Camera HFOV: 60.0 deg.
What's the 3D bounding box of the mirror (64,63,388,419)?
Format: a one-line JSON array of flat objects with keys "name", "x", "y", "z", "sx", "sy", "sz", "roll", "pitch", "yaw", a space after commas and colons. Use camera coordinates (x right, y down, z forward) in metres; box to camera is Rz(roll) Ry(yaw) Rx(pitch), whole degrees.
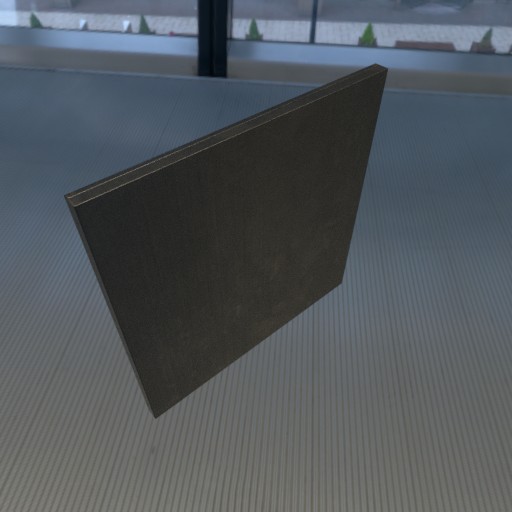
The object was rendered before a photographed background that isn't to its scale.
[{"name": "mirror", "x": 0.000, "y": 0.000, "z": 0.566, "sx": 0.382, "sy": 0.381, "sz": 0.020, "roll": -31, "pitch": 54, "yaw": -27}]
